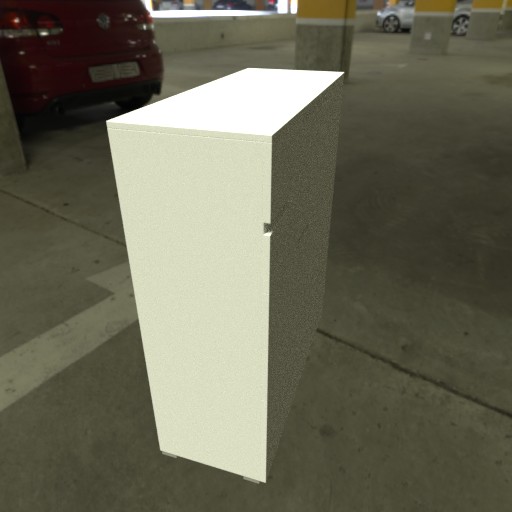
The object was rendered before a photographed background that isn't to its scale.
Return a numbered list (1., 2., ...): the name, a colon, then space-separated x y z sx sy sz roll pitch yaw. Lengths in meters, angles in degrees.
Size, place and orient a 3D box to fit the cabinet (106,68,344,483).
1. cabinet: 0.000 0.000 1.678 0.400 1.190 1.000 9 31 16
